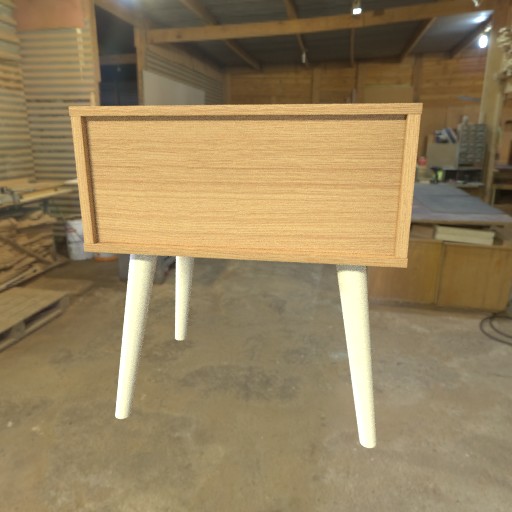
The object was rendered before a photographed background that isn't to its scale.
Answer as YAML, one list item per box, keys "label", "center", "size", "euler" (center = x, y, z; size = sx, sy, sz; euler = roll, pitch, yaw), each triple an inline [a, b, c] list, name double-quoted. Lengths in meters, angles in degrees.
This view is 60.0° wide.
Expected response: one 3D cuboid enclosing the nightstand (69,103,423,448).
- label: "nightstand"
  center: [0.000, 0.000, 0.976]
  size: [0.571, 0.610, 0.407]
  euler: [3, 16, 10]
